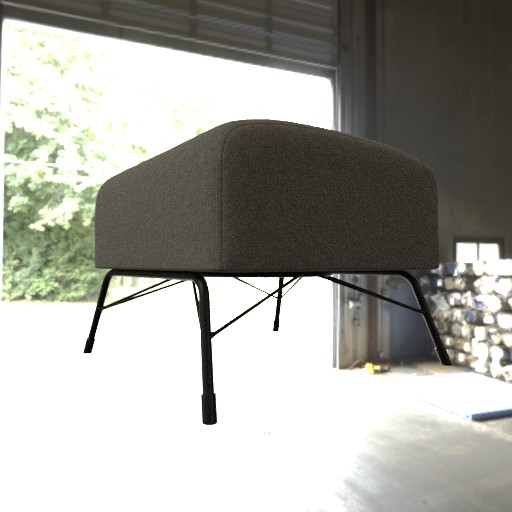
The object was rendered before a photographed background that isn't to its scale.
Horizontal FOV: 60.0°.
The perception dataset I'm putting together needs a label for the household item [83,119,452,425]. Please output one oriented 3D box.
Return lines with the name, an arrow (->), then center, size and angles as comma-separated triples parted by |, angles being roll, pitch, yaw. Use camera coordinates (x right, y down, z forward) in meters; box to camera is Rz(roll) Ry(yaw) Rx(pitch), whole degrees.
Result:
household item -> 0.000, 0.000, 0.889 | 0.530, 0.410, 0.530 | 1, -1, -36
